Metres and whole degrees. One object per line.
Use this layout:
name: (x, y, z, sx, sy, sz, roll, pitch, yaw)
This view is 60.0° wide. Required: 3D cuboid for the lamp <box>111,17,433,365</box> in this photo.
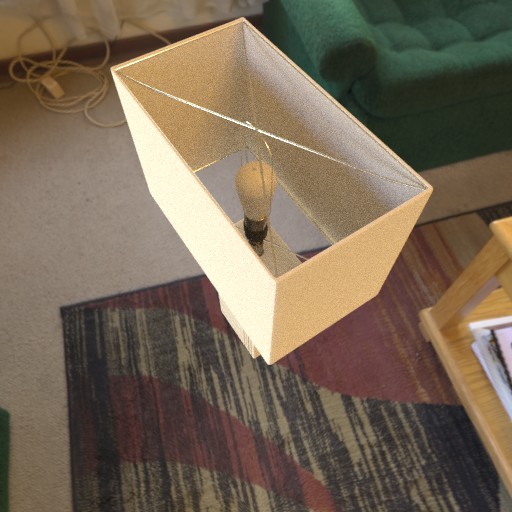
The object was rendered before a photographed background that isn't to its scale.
lamp: (0.000, 0.000, 0.693, 0.182, 0.543, 0.334, -30, 63, -16)
